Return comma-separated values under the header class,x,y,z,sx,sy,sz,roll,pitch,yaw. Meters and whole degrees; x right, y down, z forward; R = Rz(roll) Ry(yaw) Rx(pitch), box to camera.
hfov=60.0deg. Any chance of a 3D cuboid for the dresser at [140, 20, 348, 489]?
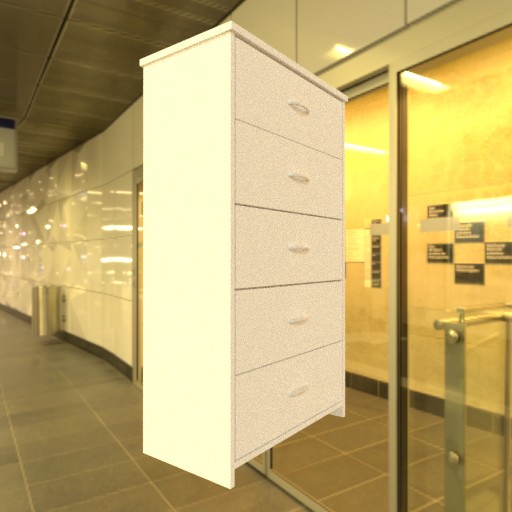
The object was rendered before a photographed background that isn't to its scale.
class,x,y,z,sx,sy,sz,roll,pitch,yaw
dresser,0.000,0.000,1.573,0.399,1.255,0.704,0,0,37
